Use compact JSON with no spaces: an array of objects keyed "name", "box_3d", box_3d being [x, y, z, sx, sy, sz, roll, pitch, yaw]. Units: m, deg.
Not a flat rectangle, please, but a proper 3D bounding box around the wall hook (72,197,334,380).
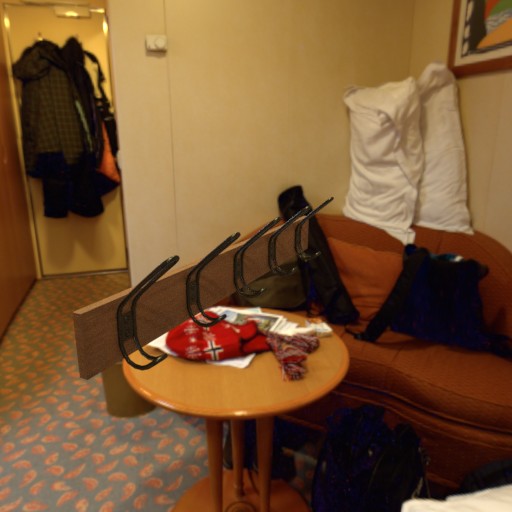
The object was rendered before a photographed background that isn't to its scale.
[{"name":"wall hook","box_3d":[0.000,0.000,0.612,0.076,0.116,0.554,8,17,26]}]
